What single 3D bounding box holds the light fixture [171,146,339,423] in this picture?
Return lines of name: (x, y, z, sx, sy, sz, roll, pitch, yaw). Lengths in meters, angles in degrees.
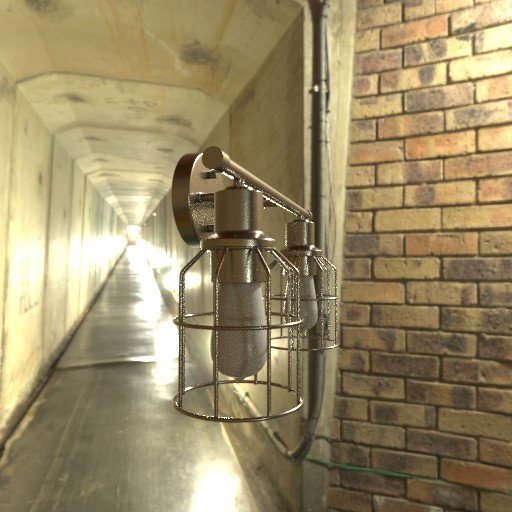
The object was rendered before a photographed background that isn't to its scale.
light fixture: (0.000, 0.000, 0.528, 0.165, 0.254, 0.406, 0, -1, 16)
